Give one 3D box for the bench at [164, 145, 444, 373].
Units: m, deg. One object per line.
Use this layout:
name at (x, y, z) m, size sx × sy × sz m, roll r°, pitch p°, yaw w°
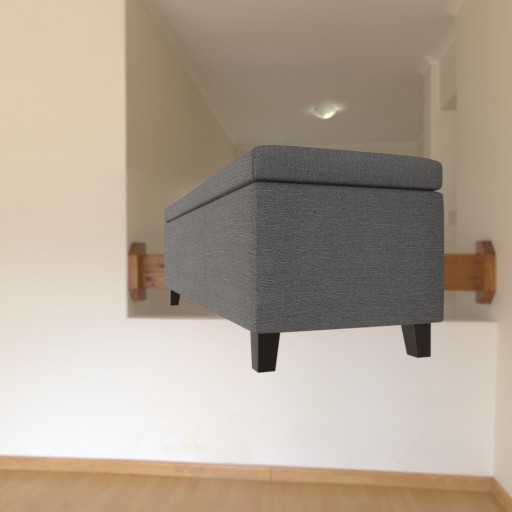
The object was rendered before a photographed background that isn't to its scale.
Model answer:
bench at (0.000, 0.000, 1.469) m, size 0.446 × 0.438 × 1.269 m, roll 0°, pitch 0°, yaw -19°
